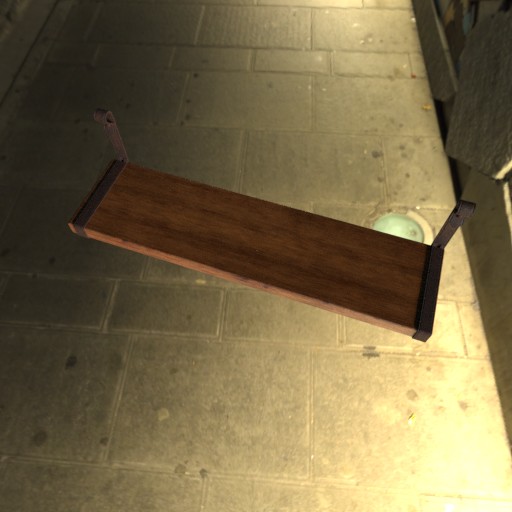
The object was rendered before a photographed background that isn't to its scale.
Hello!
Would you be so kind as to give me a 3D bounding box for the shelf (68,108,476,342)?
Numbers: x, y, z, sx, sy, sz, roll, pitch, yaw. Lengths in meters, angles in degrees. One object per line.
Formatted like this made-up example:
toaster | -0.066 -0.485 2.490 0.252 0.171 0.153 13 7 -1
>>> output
shelf | 0.000 0.000 0.702 0.567 0.330 0.146 16 60 10
